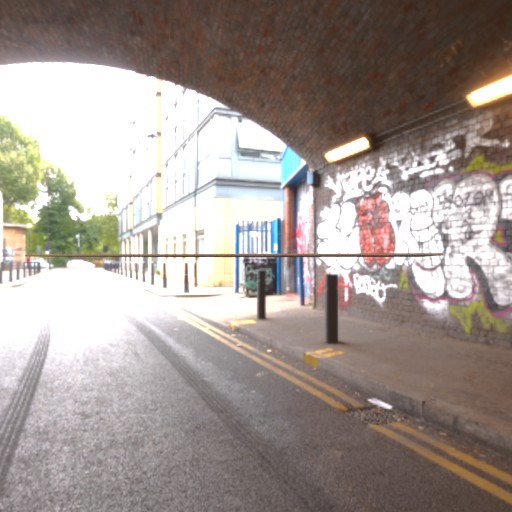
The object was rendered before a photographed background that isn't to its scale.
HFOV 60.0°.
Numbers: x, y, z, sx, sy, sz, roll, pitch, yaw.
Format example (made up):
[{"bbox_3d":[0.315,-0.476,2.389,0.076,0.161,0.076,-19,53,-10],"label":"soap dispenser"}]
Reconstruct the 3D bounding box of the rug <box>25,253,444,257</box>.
[{"bbox_3d":[0.000,0.000,4.176,3.046,0.015,2.446,0,0,18],"label":"rug"}]
